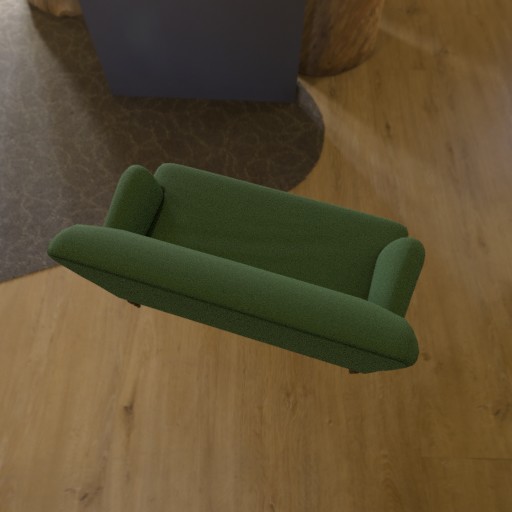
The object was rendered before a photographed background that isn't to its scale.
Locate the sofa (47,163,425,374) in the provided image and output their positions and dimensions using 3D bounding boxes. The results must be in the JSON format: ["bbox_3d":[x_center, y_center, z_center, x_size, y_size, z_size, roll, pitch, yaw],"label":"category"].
[{"bbox_3d":[0.000,0.000,1.851,1.297,0.889,0.779,16,65,8],"label":"sofa"}]
